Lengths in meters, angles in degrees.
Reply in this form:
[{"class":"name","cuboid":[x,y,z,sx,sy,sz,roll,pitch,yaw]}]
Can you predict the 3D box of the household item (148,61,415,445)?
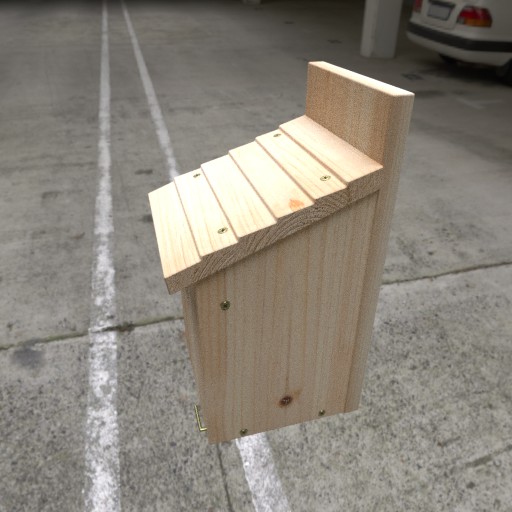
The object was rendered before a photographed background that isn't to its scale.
[{"class":"household item","cuboid":[0.000,0.000,0.401,0.171,0.300,0.149,-8,32,-13]}]
